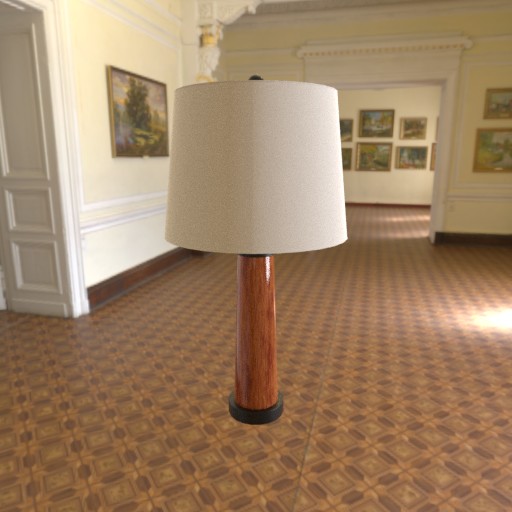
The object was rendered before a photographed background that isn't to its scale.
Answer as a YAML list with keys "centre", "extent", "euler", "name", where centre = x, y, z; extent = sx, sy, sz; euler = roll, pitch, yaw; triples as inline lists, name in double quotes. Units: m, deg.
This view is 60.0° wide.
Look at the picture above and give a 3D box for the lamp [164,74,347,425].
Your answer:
- centre: [0.000, 0.000, 0.869]
  extent: [0.349, 0.667, 0.349]
  euler: [0, 13, 0]
  name: "lamp"
